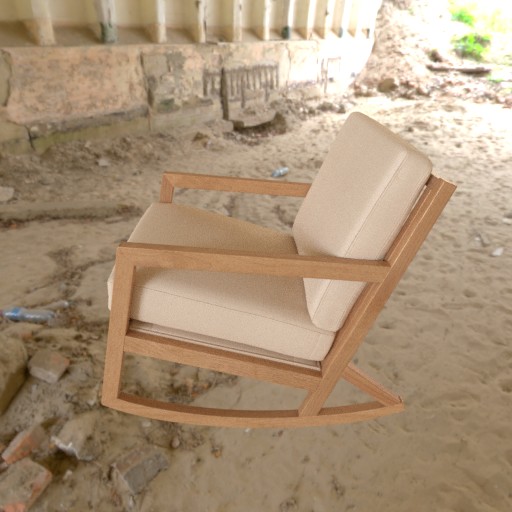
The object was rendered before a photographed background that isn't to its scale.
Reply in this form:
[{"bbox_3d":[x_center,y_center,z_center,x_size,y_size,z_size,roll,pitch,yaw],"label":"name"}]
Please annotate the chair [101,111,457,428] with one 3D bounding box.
[{"bbox_3d":[0.000,0.000,1.366,0.857,0.790,0.622,0,27,-1],"label":"chair"}]
